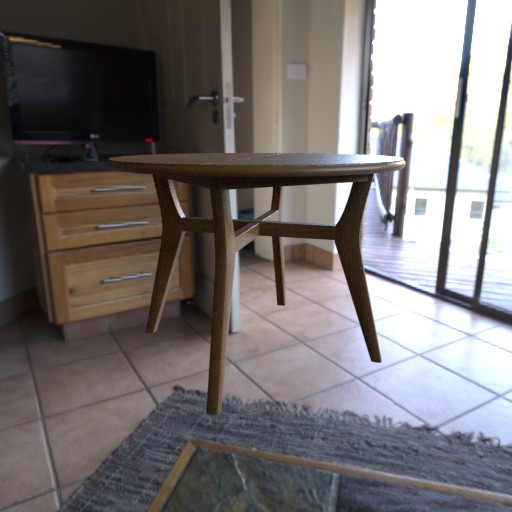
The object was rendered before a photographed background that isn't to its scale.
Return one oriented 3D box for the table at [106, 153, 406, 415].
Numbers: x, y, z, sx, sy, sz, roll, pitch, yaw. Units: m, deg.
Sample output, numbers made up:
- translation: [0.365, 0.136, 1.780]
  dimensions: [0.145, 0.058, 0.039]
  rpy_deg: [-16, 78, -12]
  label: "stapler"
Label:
- translation: [0.000, 0.000, 1.735]
  dimensions: [1.055, 0.757, 1.055]
  rpy_deg: [0, 15, 0]
  label: "table"
